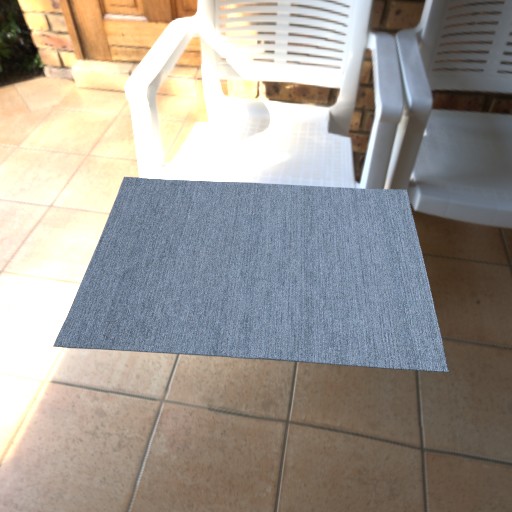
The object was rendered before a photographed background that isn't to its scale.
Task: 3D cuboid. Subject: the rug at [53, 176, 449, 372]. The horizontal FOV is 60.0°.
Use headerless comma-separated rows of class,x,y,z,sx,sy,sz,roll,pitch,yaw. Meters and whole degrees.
rug,0.000,0.000,3.114,2.338,0.030,1.616,3,48,3
